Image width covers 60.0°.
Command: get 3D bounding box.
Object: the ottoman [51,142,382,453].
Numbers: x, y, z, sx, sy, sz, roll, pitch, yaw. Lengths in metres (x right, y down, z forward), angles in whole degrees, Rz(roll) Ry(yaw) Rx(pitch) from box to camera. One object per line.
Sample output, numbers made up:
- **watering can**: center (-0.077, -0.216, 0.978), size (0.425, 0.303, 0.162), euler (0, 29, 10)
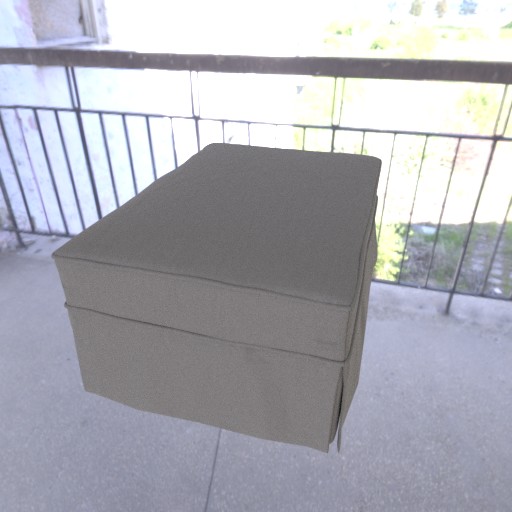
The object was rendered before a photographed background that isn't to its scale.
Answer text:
- **ottoman**: center (0.000, 0.000, 1.325), size (0.703, 0.479, 0.944), euler (9, 31, 15)
